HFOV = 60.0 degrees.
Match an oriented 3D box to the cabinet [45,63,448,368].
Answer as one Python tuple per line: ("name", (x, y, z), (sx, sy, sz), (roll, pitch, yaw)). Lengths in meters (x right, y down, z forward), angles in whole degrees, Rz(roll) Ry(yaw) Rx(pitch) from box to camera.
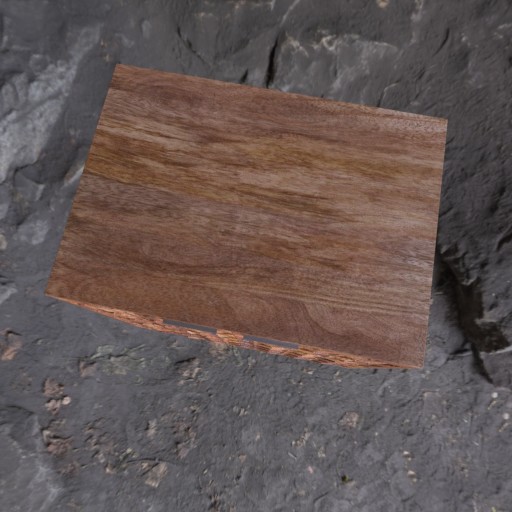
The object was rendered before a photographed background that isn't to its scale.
("cabinet", (0.000, 0.000, 1.162), (0.647, 0.758, 0.473), (11, 76, 3))
